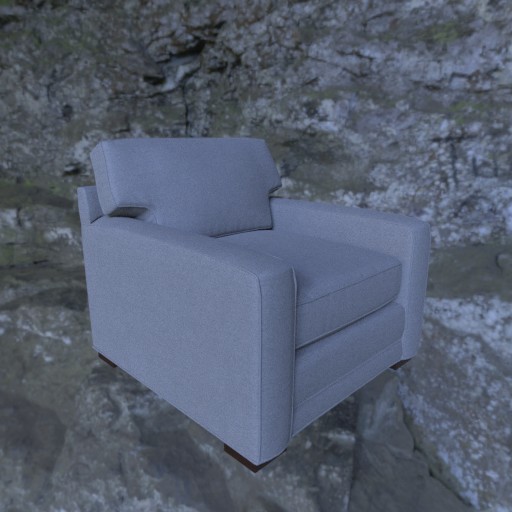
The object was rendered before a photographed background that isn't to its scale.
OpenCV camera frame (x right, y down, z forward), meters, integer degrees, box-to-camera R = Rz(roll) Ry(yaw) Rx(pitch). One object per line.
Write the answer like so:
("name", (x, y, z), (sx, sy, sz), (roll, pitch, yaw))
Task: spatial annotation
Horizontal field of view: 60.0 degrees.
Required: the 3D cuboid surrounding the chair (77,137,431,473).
("chair", (0.000, 0.000, 1.812), (0.999, 0.934, 1.044), (-15, 21, -43))
